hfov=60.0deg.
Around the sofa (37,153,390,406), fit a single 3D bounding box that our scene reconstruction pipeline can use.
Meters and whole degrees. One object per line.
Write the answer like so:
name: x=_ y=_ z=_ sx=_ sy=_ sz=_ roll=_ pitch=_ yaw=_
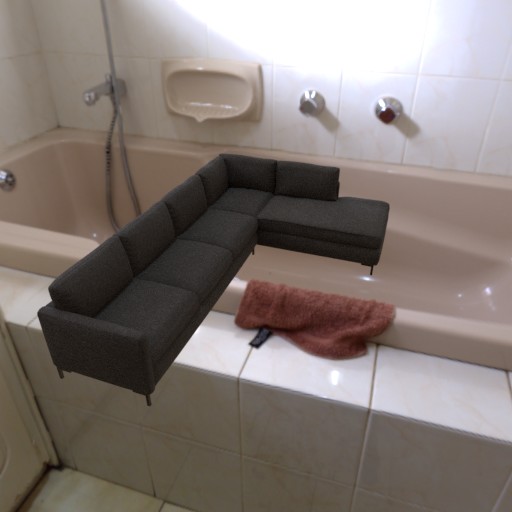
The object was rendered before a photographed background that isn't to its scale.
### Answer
sofa: x=0.000 y=0.000 z=3.846 sx=2.007 sy=0.815 sz=2.949 roll=11 pitch=33 yaw=17
